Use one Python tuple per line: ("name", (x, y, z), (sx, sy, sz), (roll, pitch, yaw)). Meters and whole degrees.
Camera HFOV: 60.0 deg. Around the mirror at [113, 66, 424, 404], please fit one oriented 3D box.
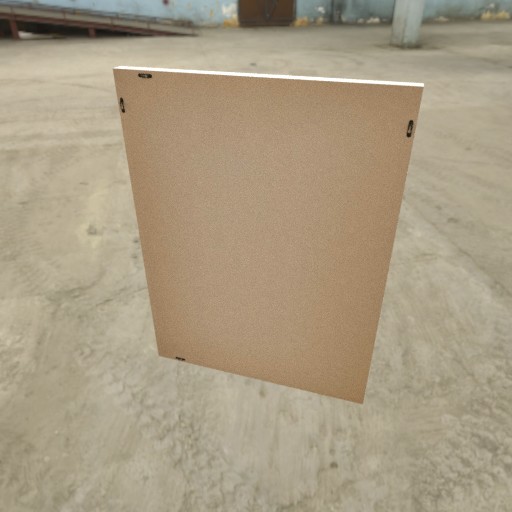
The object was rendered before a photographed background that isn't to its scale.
("mirror", (0.000, 0.000, 1.326), (0.762, 1.016, 0.041), (9, 33, 15))
